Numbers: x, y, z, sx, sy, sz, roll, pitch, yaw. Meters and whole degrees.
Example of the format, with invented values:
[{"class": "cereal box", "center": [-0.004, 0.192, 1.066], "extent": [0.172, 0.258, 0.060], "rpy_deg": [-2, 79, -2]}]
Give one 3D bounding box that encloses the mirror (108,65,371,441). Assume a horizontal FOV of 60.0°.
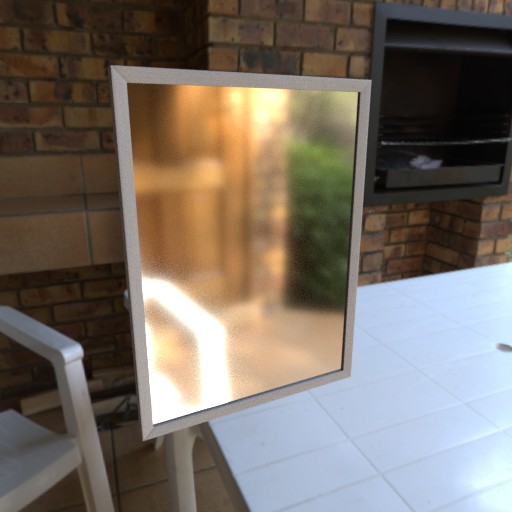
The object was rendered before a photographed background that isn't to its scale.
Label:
[{"class": "mirror", "center": [0.000, 0.000, 1.333], "extent": [0.762, 1.016, 0.040], "rpy_deg": [-8, 18, -26]}]
